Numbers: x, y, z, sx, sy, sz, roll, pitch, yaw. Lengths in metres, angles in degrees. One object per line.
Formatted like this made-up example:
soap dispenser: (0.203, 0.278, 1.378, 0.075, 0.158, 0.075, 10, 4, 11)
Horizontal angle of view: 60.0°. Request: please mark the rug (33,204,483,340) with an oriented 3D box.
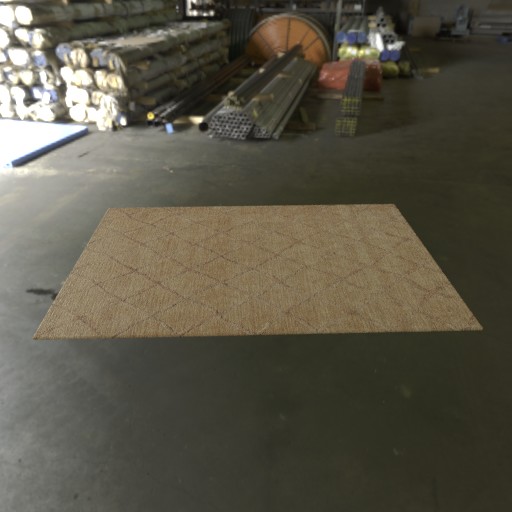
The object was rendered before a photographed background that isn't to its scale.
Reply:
rug: (0.000, 0.000, 2.905, 2.292, 0.014, 1.528, -1, 31, -2)
